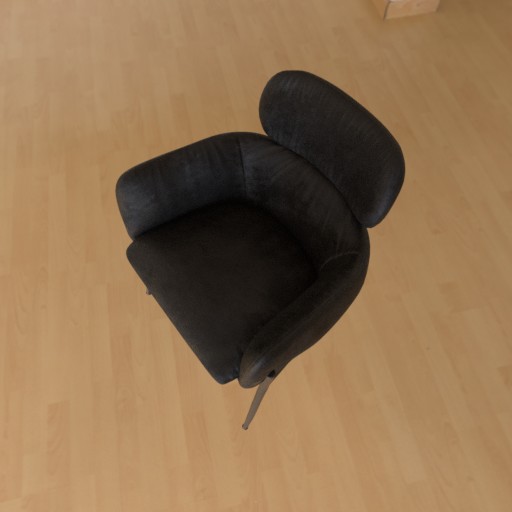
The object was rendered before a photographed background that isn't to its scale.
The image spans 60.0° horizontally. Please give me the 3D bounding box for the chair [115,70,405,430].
[{"bbox_3d":[0.000,0.000,1.281,0.604,0.818,0.640,-34,66,-17],"label":"chair"}]
